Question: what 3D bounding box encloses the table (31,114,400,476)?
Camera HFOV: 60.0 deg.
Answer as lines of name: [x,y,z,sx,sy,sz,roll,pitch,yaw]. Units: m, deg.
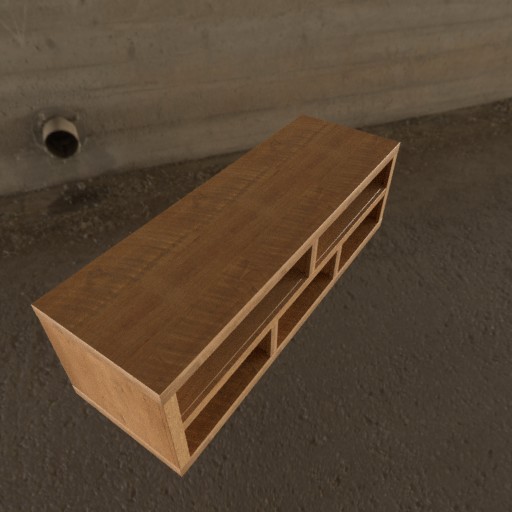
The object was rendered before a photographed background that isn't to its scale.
table: [0.000,0.000,1.758,0.499,0.491,1.499,25,48,25]
